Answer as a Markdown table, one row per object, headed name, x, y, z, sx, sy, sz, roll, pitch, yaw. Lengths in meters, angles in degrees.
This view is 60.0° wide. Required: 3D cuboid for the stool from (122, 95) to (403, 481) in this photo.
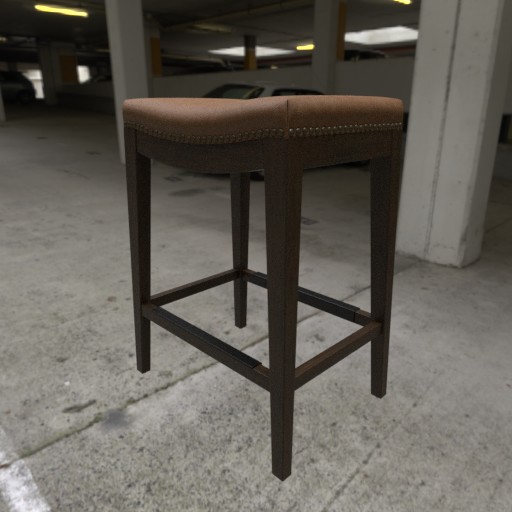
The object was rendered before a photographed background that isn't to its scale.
| name | x | y | z | sx | sy | sz | roll | pitch | yaw |
| --- | --- | --- | --- | --- | --- | --- | --- | --- | --- |
| stool | 0.000 | 0.000 | 0.977 | 0.361 | 0.660 | 0.500 | -18 | 26 | -42 |
